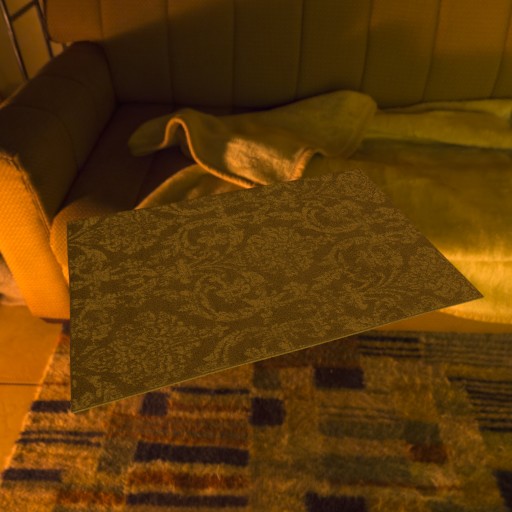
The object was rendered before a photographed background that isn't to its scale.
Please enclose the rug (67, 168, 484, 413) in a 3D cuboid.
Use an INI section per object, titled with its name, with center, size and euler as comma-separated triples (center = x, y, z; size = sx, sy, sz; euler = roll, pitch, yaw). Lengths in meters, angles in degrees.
[rug]
center = 0.000, 0.000, 2.258
size = 1.824, 0.012, 1.206
euler = -13, 43, -14
